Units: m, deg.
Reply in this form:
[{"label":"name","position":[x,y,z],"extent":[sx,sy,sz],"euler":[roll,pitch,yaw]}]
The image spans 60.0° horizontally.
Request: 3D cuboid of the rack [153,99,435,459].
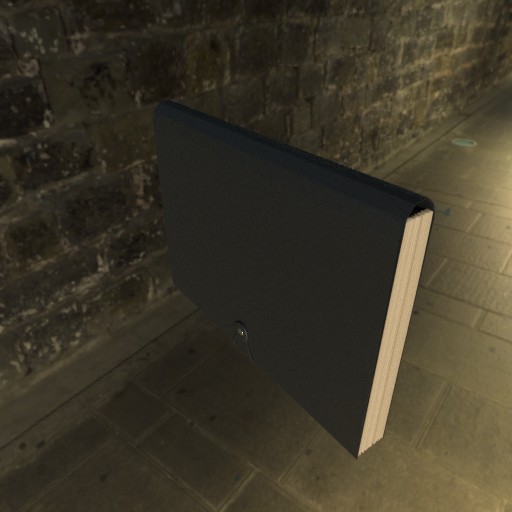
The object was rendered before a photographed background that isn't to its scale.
[{"label":"rack","position":[0.000,0.000,0.439],"extent":[0.041,0.241,0.330],"euler":[-22,38,-31]}]
